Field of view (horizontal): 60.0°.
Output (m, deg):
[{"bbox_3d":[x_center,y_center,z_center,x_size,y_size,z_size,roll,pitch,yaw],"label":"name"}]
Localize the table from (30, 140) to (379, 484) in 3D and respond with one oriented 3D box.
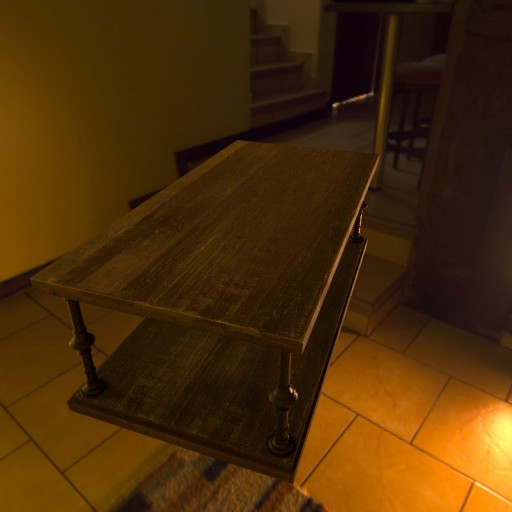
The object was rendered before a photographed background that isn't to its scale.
[{"bbox_3d":[0.000,0.000,1.329,0.554,0.373,1.088,10,31,17],"label":"table"}]
